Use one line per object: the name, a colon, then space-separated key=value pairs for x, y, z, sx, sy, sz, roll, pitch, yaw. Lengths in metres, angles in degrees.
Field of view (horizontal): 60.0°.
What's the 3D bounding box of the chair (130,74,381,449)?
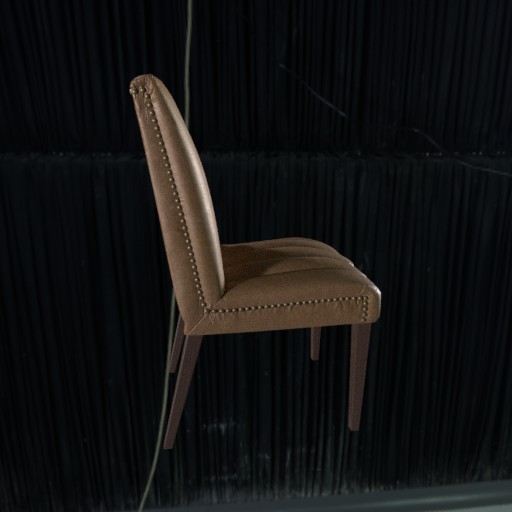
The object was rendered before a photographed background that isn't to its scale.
chair: x=0.000 y=0.000 z=1.391 sx=0.647 sy=1.016 sz=0.511 roll=-3 pitch=17 yaw=-9
